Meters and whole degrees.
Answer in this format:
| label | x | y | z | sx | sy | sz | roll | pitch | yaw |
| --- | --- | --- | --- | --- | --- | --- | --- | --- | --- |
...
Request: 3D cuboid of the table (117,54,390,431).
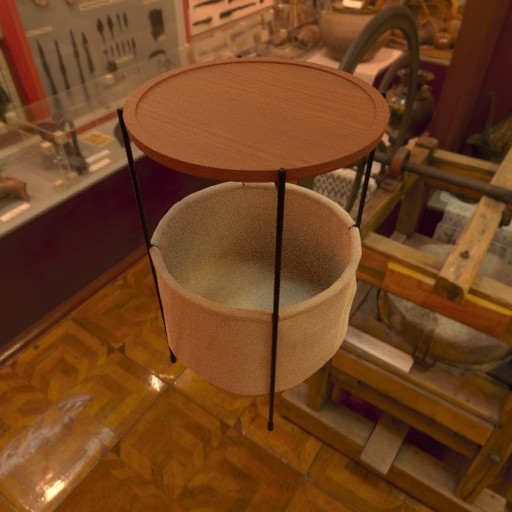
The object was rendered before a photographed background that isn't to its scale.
| label | x | y | z | sx | sy | sz | roll | pitch | yaw |
| --- | --- | --- | --- | --- | --- | --- | --- | --- | --- |
| table | 0.000 | 0.000 | 0.864 | 0.393 | 0.623 | 0.393 | 26 | 48 | 26 |
